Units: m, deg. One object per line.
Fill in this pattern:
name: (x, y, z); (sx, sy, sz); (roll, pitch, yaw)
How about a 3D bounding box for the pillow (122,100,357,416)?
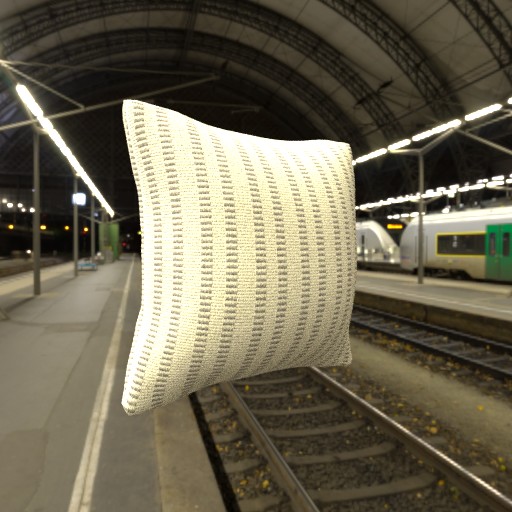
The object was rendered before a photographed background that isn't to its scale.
pillow: (0.000, 0.000, 0.710); (0.438, 0.419, 0.247); (-1, 2, -36)
